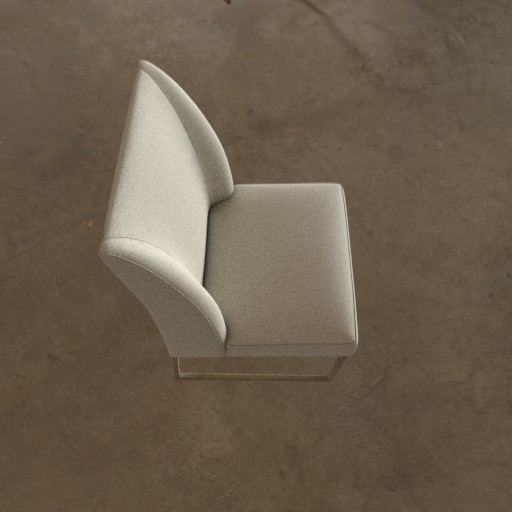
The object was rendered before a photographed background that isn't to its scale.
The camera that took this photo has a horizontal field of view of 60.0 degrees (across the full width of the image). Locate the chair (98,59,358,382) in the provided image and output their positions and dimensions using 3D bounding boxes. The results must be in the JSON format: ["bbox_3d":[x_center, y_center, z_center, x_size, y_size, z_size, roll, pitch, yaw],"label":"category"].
[{"bbox_3d":[0.000,0.000,1.189,0.522,0.863,0.508,1,62,0],"label":"chair"}]
